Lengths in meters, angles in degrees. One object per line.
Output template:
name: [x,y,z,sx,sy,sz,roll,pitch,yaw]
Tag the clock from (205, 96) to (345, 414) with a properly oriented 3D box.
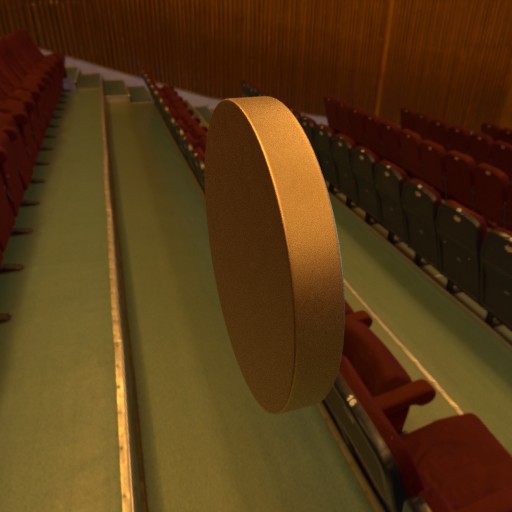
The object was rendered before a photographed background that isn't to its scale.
clock: [0.000,0.000,0.465,0.040,0.314,0.314,-9,31,-15]
